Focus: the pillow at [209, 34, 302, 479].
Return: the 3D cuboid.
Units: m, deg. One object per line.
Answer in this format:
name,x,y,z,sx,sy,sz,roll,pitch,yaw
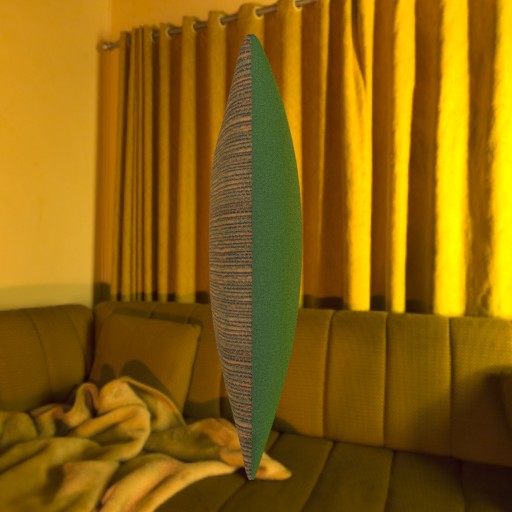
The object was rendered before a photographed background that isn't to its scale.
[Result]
pillow,0.000,0.000,0.743,0.150,0.497,0.514,0,-1,1
